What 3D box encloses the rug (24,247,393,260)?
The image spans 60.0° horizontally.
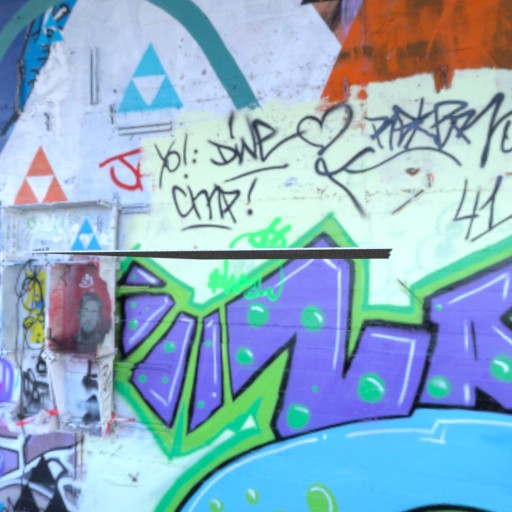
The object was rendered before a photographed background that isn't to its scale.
[{"bbox_3d":[0.000,0.000,4.057,2.363,0.012,2.980,0,-1,16],"label":"rug"}]
